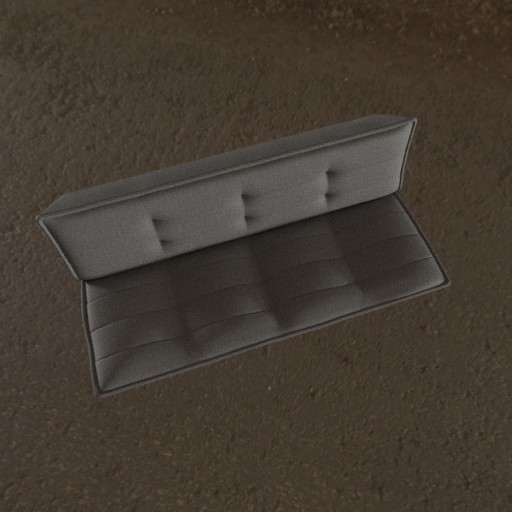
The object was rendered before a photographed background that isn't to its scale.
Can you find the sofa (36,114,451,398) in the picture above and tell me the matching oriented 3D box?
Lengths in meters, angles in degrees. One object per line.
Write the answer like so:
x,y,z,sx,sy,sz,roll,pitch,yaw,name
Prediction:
0.000,0.000,2.424,1.940,0.890,0.950,-16,65,-8,sofa
